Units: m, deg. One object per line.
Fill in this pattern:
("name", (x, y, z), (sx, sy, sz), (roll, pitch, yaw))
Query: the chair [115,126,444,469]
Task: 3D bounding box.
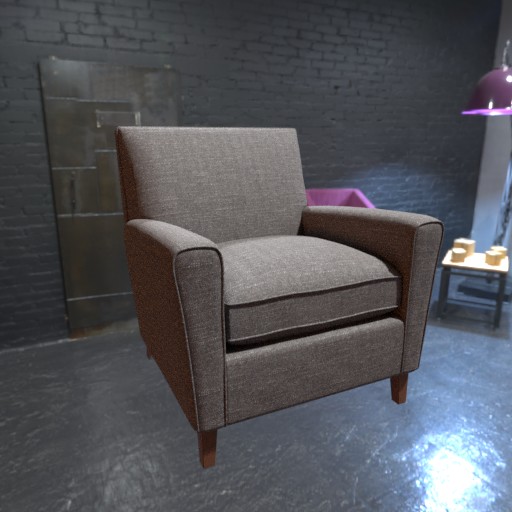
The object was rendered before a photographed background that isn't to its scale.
("chair", (0.000, 0.000, 1.558), (0.838, 0.885, 0.875), (-7, 16, -25))
